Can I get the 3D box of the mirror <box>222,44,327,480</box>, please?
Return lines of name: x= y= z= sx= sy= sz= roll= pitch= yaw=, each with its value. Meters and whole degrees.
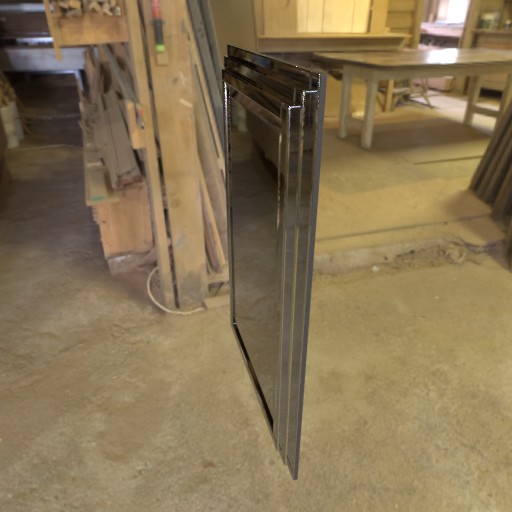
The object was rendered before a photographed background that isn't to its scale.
mirror: x=0.000 y=0.000 z=1.102 sx=0.039 sy=0.914 sz=0.613 roll=-8 pitch=30 yaw=-14
